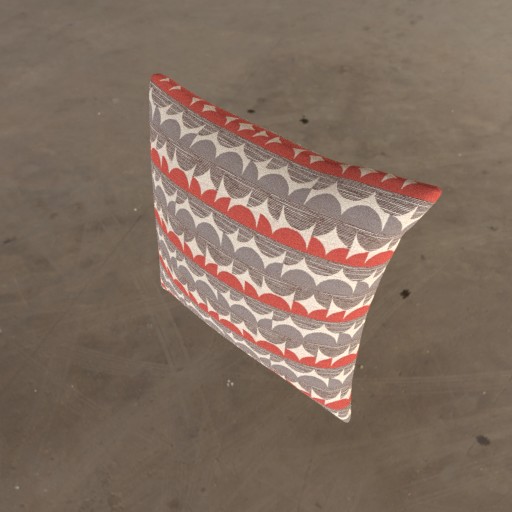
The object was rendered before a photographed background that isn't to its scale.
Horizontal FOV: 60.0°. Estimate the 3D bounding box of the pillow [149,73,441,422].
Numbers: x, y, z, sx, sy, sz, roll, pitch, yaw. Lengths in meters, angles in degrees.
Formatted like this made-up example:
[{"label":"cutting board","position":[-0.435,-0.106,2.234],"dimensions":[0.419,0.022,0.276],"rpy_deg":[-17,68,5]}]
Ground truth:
[{"label":"pillow","position":[0.000,0.000,0.644],"dimensions":[0.420,0.410,0.180],"rpy_deg":[31,53,26]}]
